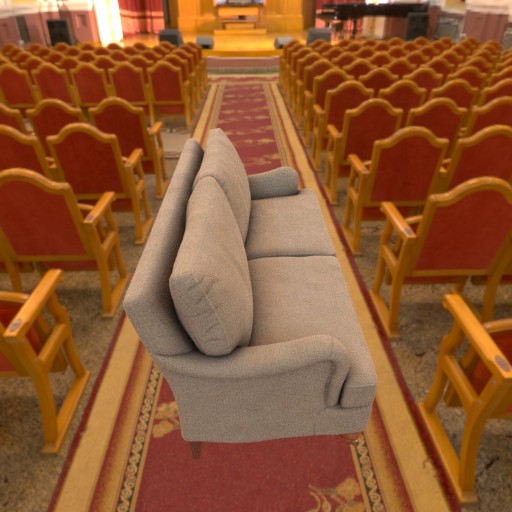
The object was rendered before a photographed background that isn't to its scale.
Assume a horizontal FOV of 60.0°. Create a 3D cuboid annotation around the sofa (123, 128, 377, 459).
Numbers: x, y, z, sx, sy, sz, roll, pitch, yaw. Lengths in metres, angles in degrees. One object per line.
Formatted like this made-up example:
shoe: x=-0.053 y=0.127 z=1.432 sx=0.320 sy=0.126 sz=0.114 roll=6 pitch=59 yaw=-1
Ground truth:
sofa: x=0.000 y=0.000 z=2.810 sx=1.069 sy=1.096 sz=2.193 roll=-1 pitch=31 yaw=-1
